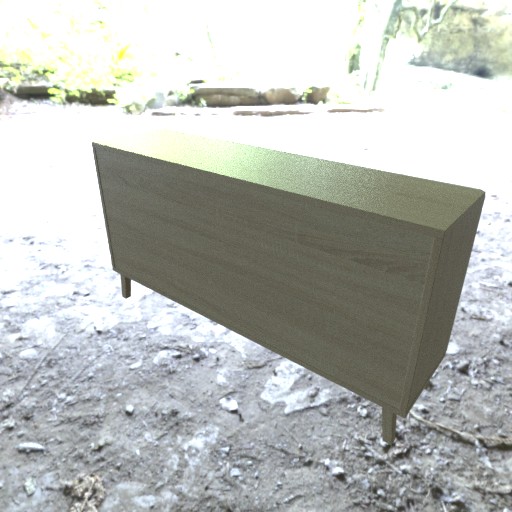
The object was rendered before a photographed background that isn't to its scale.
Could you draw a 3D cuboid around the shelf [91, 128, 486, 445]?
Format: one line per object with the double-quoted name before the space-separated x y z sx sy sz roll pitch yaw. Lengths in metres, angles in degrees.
"shelf" 0.000 0.000 1.800 1.490 0.780 0.400 20 34 34
